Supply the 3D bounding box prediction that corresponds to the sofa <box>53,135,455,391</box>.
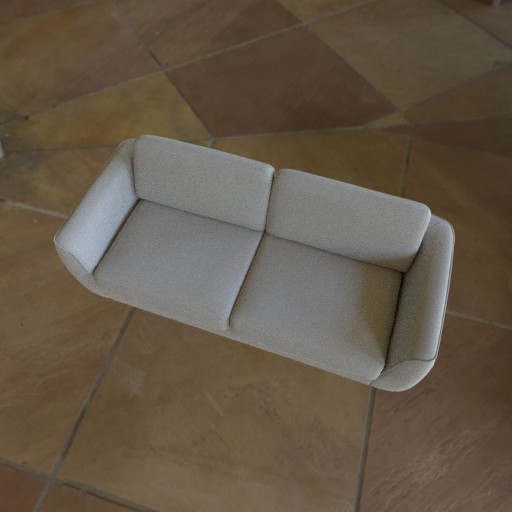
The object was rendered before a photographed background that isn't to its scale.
[{"bbox_3d":[0.000,0.000,2.490,2.000,0.850,0.920,16,59,10],"label":"sofa"}]
